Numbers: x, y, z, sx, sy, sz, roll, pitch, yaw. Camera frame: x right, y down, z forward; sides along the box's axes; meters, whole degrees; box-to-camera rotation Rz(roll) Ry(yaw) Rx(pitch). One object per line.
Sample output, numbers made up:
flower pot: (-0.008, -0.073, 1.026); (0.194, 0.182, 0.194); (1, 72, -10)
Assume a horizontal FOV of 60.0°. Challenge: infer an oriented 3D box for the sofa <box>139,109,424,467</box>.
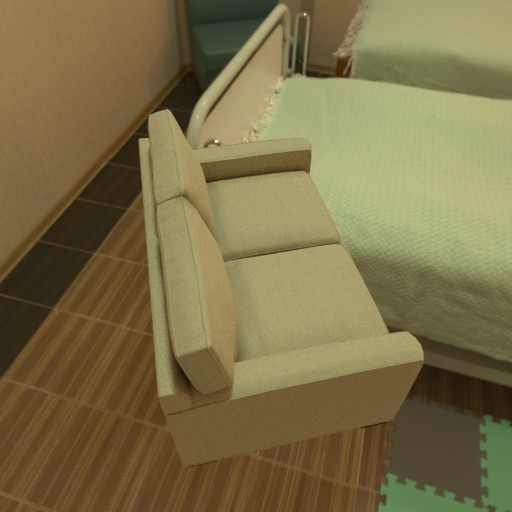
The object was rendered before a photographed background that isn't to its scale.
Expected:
sofa: (0.000, 0.000, 2.085); (0.942, 0.853, 1.484); (-9, 48, -9)
